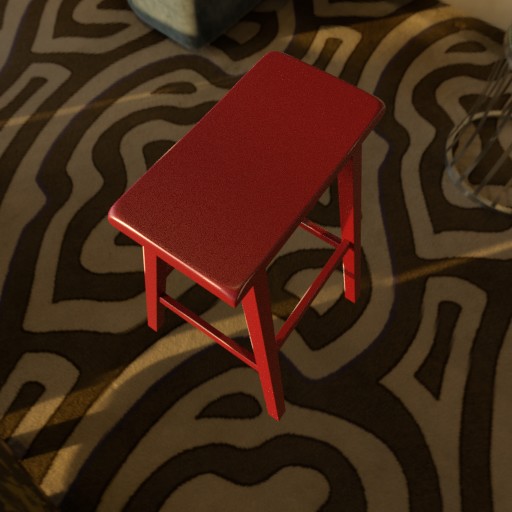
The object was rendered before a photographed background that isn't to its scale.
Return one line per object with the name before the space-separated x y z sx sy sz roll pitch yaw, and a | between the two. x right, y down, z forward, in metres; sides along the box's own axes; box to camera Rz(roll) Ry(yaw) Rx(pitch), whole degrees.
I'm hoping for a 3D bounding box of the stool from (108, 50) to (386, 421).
stool | 0.000 0.000 1.037 0.476 0.737 0.457 32 68 15
